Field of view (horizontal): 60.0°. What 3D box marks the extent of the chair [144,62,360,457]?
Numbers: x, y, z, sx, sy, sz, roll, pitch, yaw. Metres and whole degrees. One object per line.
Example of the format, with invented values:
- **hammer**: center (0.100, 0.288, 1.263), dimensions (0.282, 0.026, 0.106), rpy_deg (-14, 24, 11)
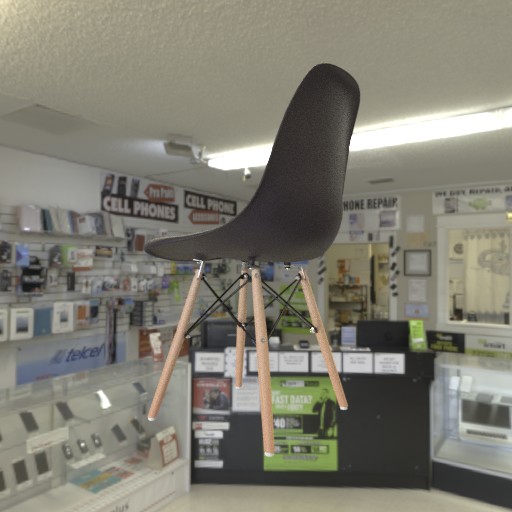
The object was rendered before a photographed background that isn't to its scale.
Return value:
- **chair**: center (0.000, 0.000, 1.160), dimensions (0.533, 0.825, 0.470), rpy_deg (-1, -2, 35)
